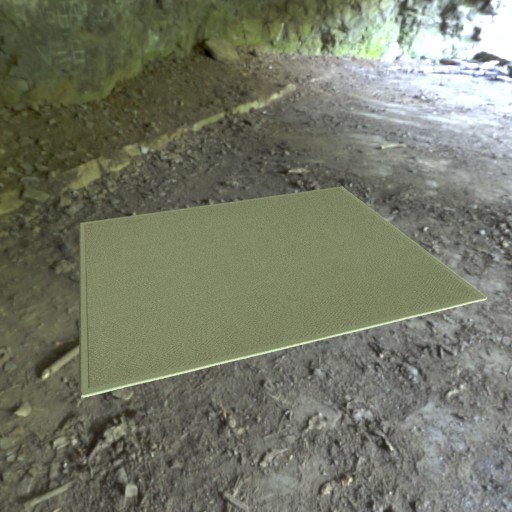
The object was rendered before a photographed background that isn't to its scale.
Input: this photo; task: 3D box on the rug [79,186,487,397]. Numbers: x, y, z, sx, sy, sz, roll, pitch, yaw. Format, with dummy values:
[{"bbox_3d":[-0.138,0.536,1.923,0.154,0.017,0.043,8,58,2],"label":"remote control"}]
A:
[{"bbox_3d":[0.000,0.000,4.039,3.051,0.020,2.407,-10,33,-16],"label":"rug"}]
